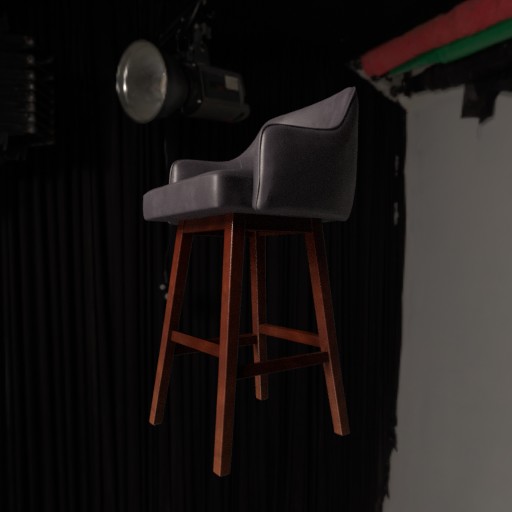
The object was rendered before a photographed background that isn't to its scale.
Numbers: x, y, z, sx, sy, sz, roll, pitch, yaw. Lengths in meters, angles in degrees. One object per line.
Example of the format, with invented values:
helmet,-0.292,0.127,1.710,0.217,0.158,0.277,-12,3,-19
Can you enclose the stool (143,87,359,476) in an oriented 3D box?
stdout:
stool,0.000,0.000,1.358,0.560,1.041,0.550,0,0,-36
